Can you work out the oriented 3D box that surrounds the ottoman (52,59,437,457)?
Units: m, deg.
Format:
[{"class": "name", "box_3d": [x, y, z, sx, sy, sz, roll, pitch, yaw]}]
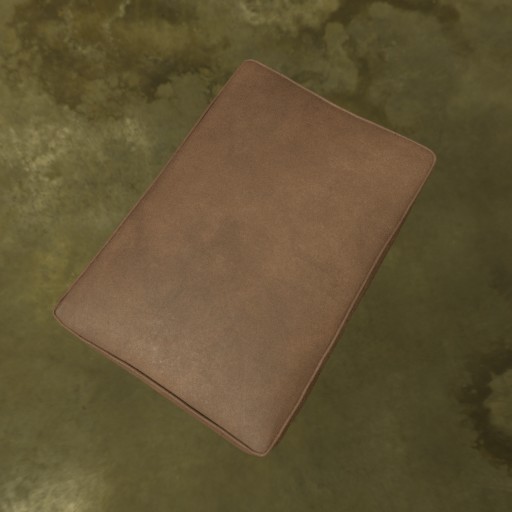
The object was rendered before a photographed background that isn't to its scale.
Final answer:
[{"class": "ottoman", "box_3d": [0.000, 0.000, 1.242, 0.596, 0.481, 0.860, 31, 75, 9]}]
